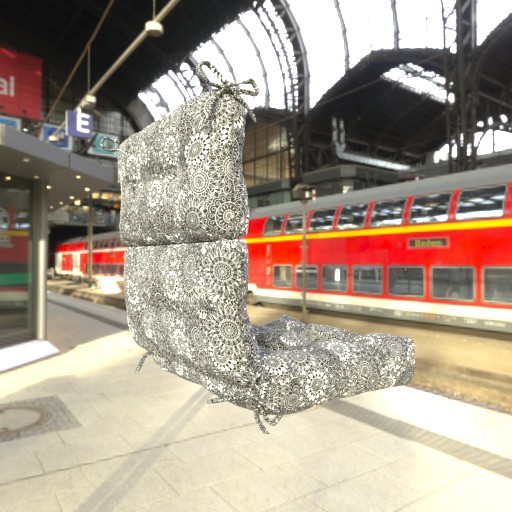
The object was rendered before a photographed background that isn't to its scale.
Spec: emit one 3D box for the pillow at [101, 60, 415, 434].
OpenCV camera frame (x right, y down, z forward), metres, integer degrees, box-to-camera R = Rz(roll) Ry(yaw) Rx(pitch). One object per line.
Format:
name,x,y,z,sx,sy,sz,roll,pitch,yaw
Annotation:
pillow,0.000,0.000,1.027,0.571,0.605,0.519,0,-1,-36
